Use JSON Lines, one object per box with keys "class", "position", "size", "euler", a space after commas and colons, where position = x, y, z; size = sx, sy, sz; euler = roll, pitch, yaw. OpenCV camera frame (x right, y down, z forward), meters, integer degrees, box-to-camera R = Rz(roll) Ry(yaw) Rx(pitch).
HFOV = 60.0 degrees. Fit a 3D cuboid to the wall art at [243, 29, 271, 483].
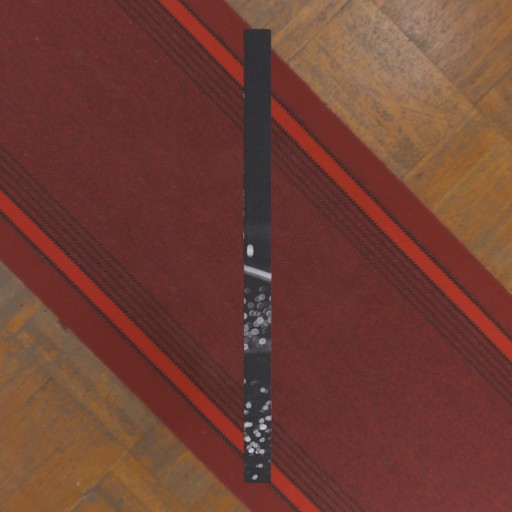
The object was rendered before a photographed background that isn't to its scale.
{"class": "wall art", "position": [0.000, 0.000, 0.795], "size": [0.037, 0.406, 0.609], "euler": [0, 90, -1]}
